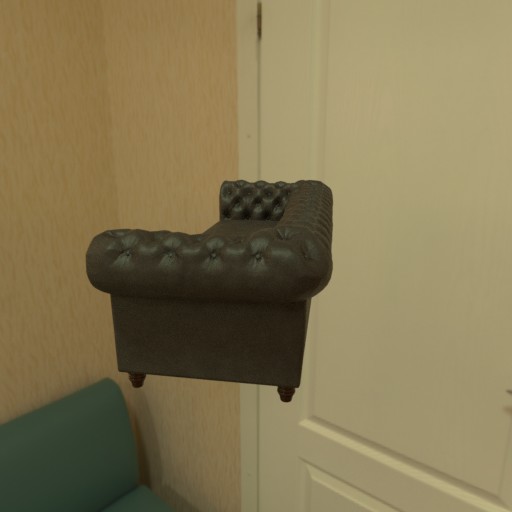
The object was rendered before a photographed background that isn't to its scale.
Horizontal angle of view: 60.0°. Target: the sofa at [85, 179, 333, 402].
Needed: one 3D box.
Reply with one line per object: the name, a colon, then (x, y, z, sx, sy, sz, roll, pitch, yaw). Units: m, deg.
sofa: (0.000, 0.000, 2.807, 0.944, 0.783, 2.385, 3, 15, 9)
